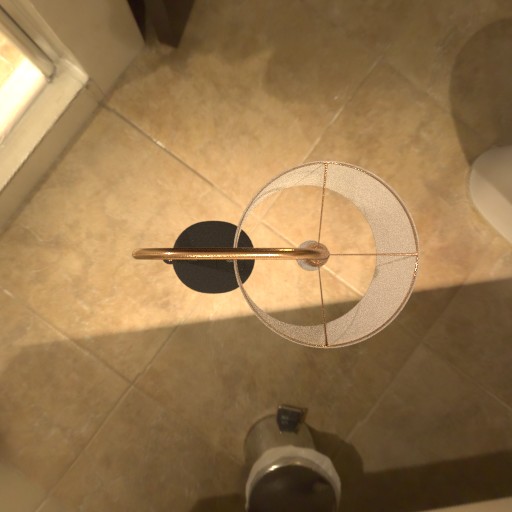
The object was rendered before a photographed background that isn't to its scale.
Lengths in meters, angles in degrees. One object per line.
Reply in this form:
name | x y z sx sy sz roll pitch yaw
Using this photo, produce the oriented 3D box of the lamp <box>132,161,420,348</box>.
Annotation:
lamp | 0.000 0.000 0.685 0.337 0.540 0.199 0 89 -2
